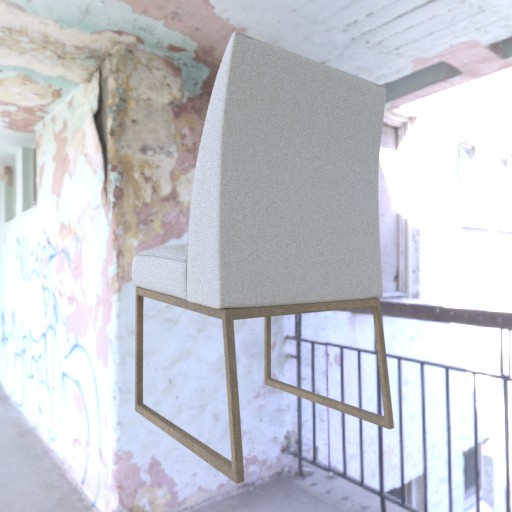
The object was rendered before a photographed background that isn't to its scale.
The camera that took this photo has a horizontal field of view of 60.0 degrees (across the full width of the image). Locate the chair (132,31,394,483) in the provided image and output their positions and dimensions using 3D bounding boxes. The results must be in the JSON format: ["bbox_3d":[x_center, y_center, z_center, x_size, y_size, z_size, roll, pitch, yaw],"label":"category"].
[{"bbox_3d":[0.000,0.000,1.184,0.508,0.863,0.522,1,-1,-36],"label":"chair"}]
